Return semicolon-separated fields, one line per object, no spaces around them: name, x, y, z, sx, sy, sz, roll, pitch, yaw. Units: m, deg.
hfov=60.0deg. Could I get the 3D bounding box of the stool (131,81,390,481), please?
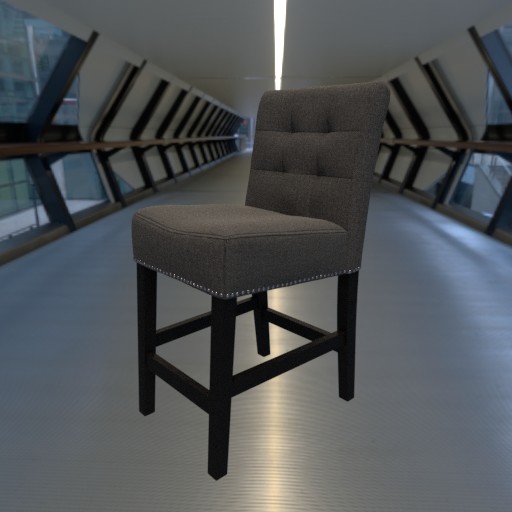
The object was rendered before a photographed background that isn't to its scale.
stool;0.000;0.000;1.192;0.571;0.885;0.427;-15;22;-41
